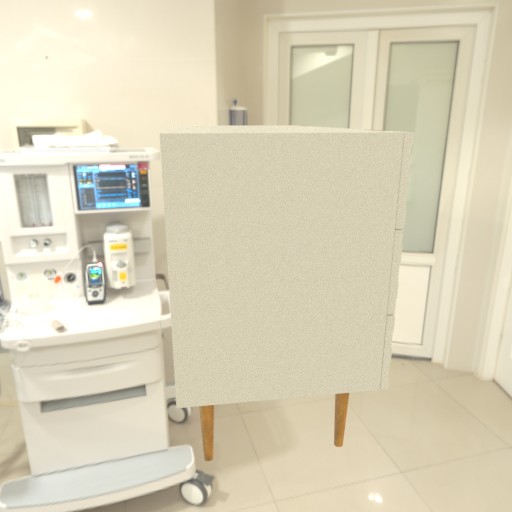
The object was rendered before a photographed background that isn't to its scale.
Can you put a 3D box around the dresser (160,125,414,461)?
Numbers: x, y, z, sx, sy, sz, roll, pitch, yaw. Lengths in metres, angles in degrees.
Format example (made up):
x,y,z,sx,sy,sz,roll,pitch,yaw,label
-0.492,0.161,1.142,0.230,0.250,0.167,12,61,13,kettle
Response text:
x,y,z,sx,sy,sz,roll,pitch,yaw,label
0.000,0.000,1.299,0.457,0.721,0.905,-3,17,-8,dresser
